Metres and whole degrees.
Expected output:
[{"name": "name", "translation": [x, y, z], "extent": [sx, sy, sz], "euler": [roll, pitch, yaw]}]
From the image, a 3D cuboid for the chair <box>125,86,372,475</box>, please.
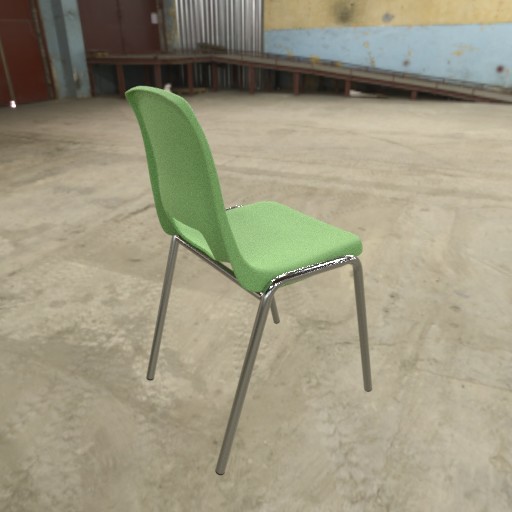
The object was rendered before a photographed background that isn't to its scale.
[{"name": "chair", "translation": [0.000, 0.000, 0.958], "extent": [0.436, 0.704, 0.381], "euler": [-17, 30, -32]}]
